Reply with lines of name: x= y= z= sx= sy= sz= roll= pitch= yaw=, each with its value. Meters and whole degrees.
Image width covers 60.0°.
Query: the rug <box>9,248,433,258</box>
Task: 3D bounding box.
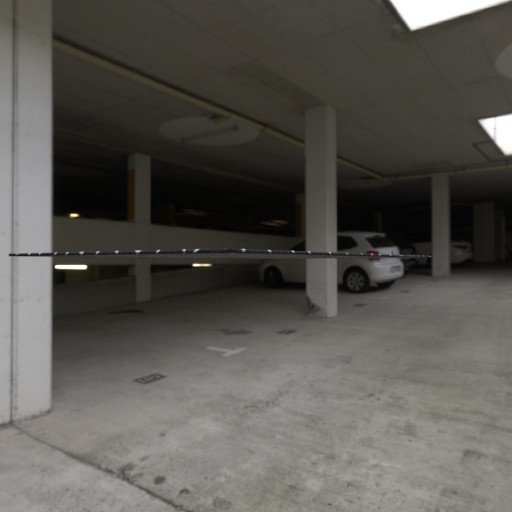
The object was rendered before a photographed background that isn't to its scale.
rug: x=0.000 y=0.000 z=2.213 sx=1.223 sy=0.013 sz=1.830 roll=-1 pitch=-1 yaw=37
